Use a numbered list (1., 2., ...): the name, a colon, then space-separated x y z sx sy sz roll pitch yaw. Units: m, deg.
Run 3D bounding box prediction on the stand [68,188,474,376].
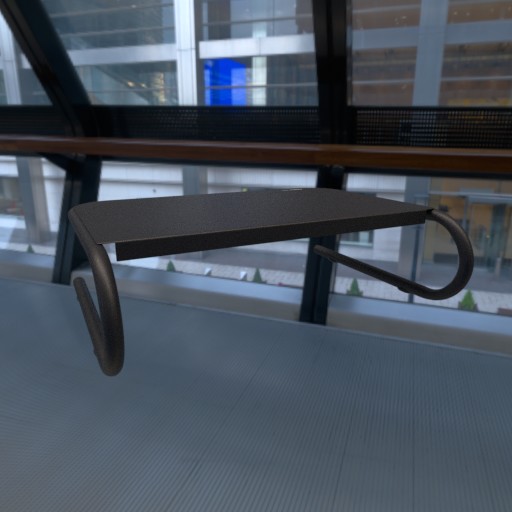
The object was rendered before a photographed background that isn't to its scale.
1. stand: 0.000 0.000 0.498 0.370 0.108 0.280 -8 17 -26
